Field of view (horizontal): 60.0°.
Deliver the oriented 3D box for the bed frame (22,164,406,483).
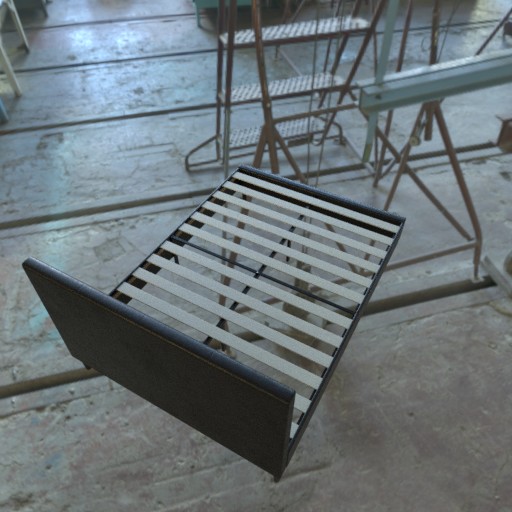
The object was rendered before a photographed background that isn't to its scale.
[{"bbox_3d":[0.000,0.000,3.233,1.634,1.127,2.318,22,50,20],"label":"bed frame"}]
